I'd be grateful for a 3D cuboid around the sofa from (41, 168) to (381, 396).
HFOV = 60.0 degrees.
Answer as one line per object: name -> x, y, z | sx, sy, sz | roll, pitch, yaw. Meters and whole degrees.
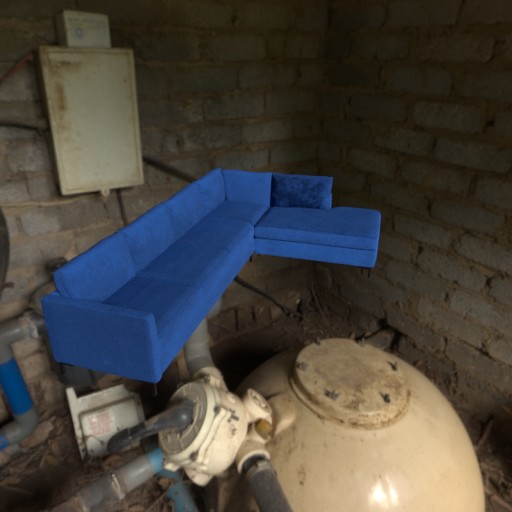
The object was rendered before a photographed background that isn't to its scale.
sofa -> 0.000, 0.000, 3.285 | 1.707, 0.687, 2.486 | 7, 26, 15
